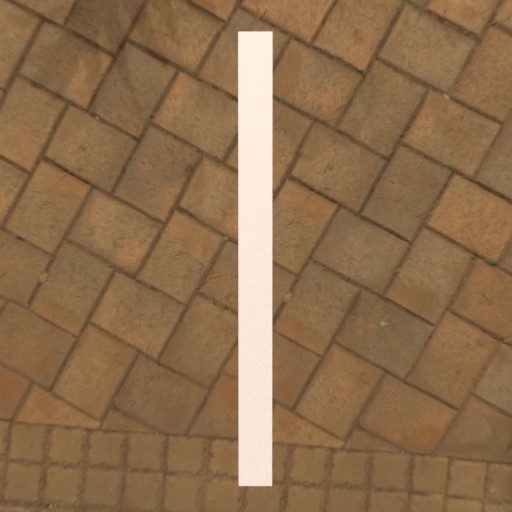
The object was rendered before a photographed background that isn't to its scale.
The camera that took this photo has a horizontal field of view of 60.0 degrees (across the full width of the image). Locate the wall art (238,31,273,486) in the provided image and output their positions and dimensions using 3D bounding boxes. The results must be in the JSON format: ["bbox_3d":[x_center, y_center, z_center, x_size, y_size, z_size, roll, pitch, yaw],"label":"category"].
[{"bbox_3d":[0.000,0.000,1.902,0.098,1.291,1.289,0,91,0],"label":"wall art"}]
